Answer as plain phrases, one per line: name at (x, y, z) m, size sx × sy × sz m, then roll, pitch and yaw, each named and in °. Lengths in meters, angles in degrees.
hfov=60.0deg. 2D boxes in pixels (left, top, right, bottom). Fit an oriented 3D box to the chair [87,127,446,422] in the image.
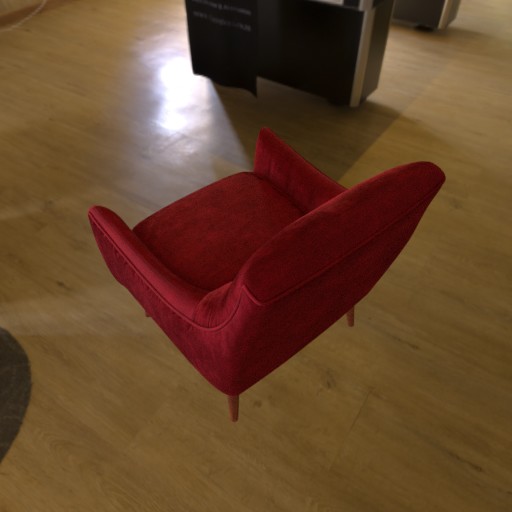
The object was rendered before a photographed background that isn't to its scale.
chair at (0.000, 0.000, 1.446) m, size 0.762 × 0.838 × 0.787 m, roll -32°, pitch 55°, yaw -26°
